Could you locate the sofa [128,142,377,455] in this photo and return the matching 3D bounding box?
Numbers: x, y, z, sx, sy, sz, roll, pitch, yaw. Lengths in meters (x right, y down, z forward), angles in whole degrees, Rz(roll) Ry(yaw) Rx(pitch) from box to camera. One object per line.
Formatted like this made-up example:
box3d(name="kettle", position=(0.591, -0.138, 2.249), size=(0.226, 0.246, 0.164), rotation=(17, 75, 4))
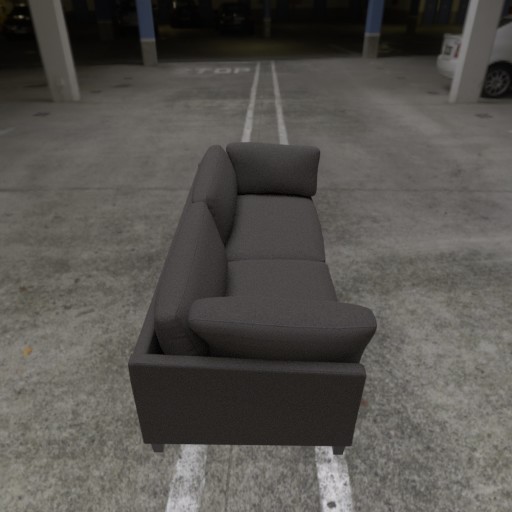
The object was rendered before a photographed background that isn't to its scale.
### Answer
box3d(name="sofa", position=(0.000, 0.000, 2.764), size=(0.969, 0.792, 2.312), rotation=(0, 32, 1))
